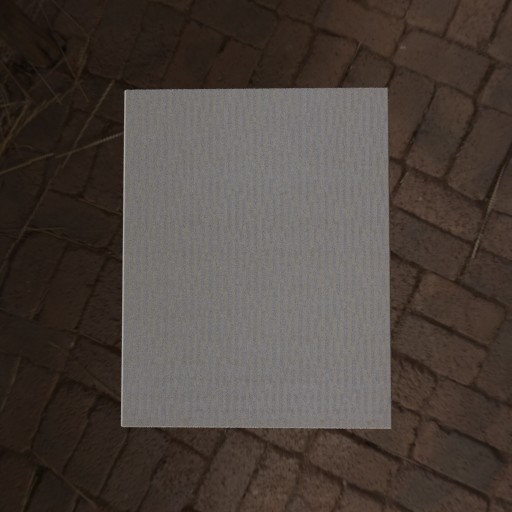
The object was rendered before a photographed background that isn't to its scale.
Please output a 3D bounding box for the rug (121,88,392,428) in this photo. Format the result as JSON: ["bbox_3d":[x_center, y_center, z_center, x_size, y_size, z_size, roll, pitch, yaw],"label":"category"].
[{"bbox_3d":[0.000,0.000,3.996,2.410,0.021,3.055,0,88,1],"label":"rug"}]
